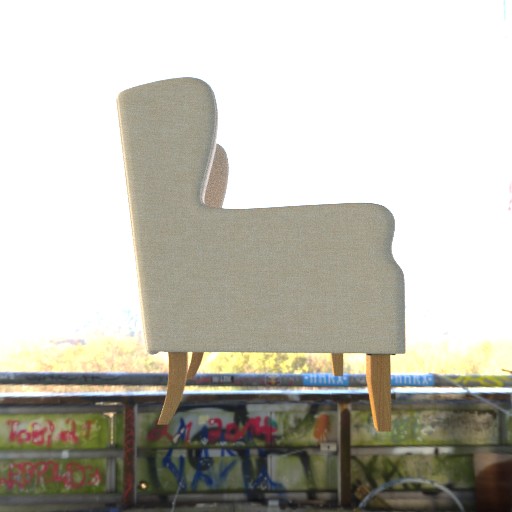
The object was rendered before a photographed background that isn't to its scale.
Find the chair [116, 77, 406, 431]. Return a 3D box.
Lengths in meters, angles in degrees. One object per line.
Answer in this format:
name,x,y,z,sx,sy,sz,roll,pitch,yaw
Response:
chair,0.000,0.000,1.475,0.760,0.930,0.710,0,-2,-1
